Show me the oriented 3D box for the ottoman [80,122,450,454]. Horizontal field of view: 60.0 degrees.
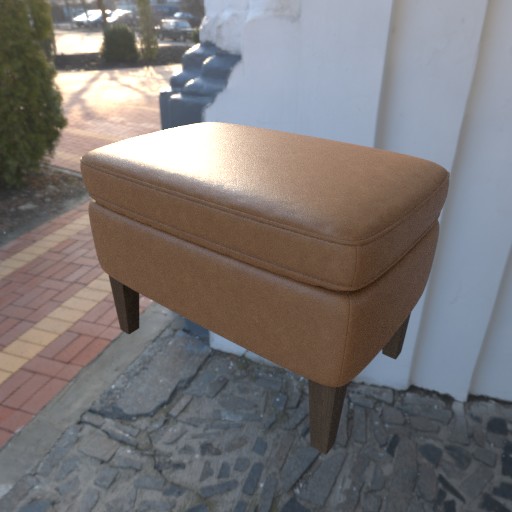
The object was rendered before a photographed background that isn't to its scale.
[{"bbox_3d":[0.000,0.000,0.972,0.670,0.480,0.420,20,35,33],"label":"ottoman"}]
